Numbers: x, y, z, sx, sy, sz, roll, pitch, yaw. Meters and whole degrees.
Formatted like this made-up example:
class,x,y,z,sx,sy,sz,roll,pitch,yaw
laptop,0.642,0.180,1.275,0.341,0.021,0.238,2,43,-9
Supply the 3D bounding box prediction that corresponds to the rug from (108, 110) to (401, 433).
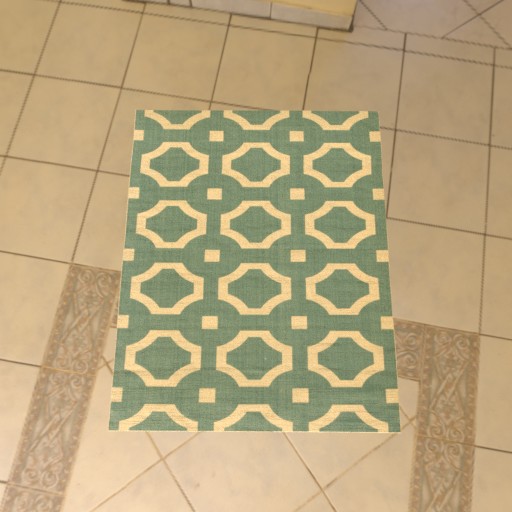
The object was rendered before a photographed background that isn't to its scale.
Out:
class,x,y,z,sx,sy,sz,roll,pitch,yaw
rug,0.000,0.000,4.099,2.466,0.021,3.049,0,75,0
